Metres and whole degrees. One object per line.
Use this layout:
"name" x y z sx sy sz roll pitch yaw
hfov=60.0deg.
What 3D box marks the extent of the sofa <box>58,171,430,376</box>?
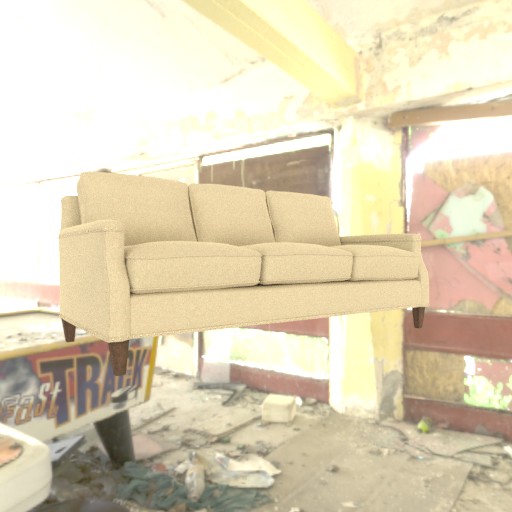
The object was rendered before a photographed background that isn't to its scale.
"sofa" 0.000 0.000 2.872 2.246 1.003 1.084 0 0 -35
